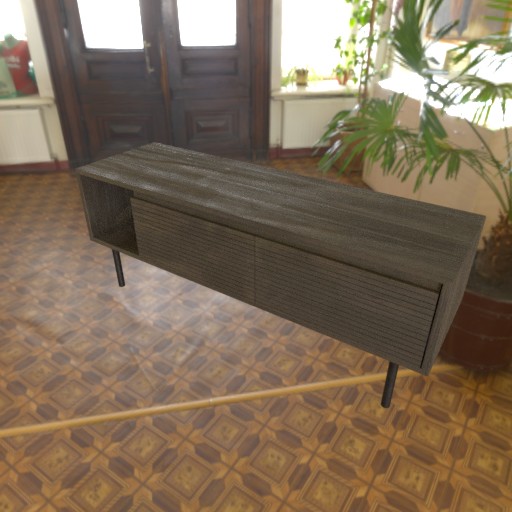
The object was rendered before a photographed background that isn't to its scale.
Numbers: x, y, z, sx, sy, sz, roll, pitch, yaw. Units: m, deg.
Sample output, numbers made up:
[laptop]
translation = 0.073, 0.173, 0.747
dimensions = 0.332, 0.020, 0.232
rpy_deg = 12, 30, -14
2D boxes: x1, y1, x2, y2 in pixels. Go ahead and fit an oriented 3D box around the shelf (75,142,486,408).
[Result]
[shelf]
translation = 0.000, 0.000, 1.544
dimensions = 1.300, 0.495, 0.400
rpy_deg = 19, 35, 28
